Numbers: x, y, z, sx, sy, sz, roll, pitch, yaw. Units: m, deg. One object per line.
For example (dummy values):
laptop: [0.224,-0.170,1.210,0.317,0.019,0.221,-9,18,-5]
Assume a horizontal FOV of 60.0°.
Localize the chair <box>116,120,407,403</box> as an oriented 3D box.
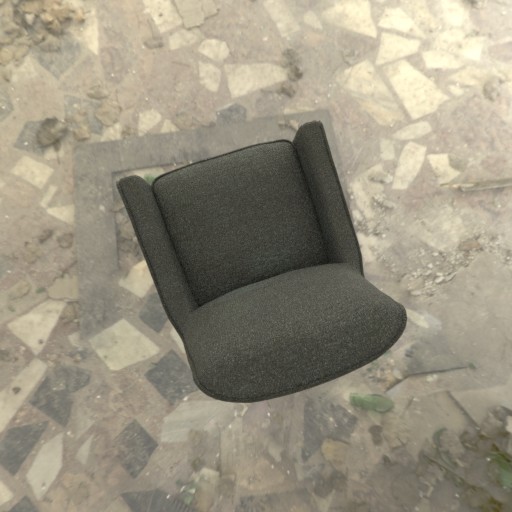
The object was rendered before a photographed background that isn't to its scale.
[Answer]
chair: [0.000,0.000,1.494,0.763,0.883,0.859,-18,76,-5]
